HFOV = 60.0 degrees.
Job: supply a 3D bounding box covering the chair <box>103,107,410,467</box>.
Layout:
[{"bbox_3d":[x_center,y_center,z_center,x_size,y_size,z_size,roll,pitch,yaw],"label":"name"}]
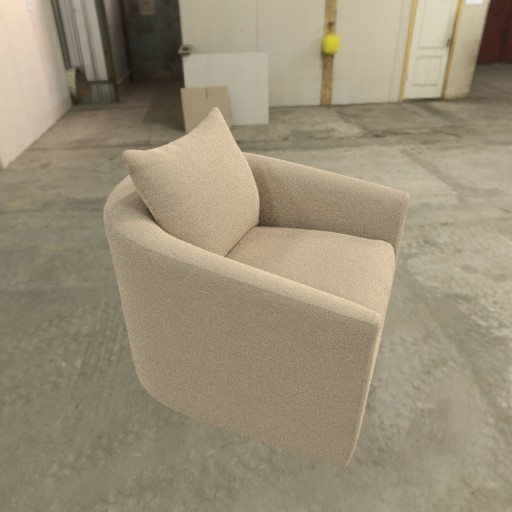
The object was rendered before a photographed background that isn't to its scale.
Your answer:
[{"bbox_3d":[0.000,0.000,1.525,0.910,0.848,0.845,11,32,18],"label":"chair"}]
